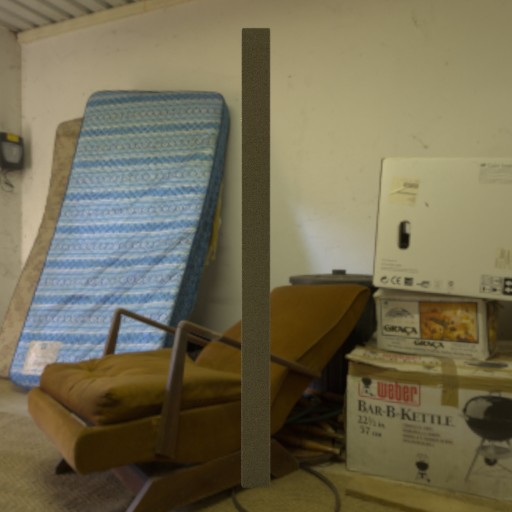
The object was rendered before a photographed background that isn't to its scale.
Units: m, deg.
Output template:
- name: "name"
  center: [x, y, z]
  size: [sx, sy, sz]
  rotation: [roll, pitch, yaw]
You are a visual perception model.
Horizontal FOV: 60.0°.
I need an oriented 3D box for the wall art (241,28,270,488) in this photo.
- name: "wall art"
  center: [0.000, 0.000, 0.894]
  size: [0.040, 0.612, 0.612]
  rotation: [0, 1, 0]
